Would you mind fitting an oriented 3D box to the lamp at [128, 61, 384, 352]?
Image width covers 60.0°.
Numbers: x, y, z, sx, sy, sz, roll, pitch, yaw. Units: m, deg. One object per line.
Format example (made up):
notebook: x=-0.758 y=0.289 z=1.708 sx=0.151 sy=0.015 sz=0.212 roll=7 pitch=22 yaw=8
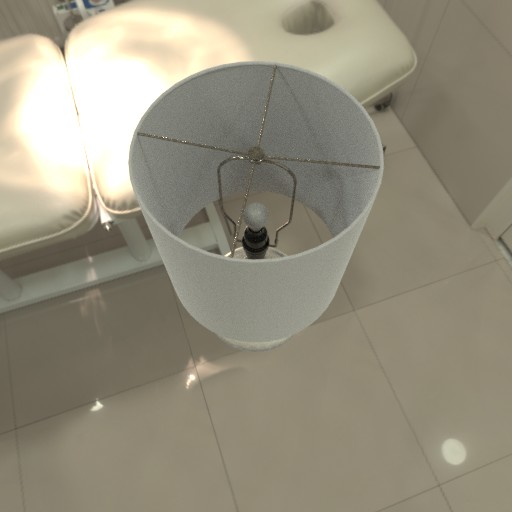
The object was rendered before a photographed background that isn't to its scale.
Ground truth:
lamp: x=0.000 y=0.000 z=0.558 sx=0.216 sy=0.404 sz=0.216 roll=-18 pitch=64 yaw=-9
